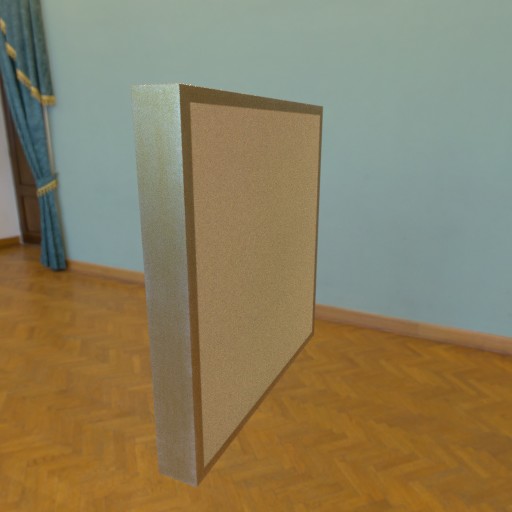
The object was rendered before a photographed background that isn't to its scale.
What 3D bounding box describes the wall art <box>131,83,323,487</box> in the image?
[{"bbox_3d":[0.000,0.000,0.456,0.038,0.305,0.306,7,17,24],"label":"wall art"}]
